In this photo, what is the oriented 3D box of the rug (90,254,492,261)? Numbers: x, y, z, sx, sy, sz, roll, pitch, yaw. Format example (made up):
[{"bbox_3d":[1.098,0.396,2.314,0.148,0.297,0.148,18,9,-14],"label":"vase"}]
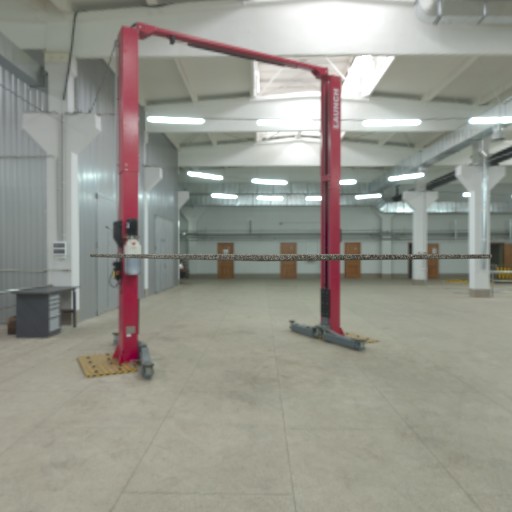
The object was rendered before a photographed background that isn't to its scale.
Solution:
[{"bbox_3d":[0.000,0.000,3.420,1.802,0.026,2.699,0,0,-35],"label":"rug"}]
